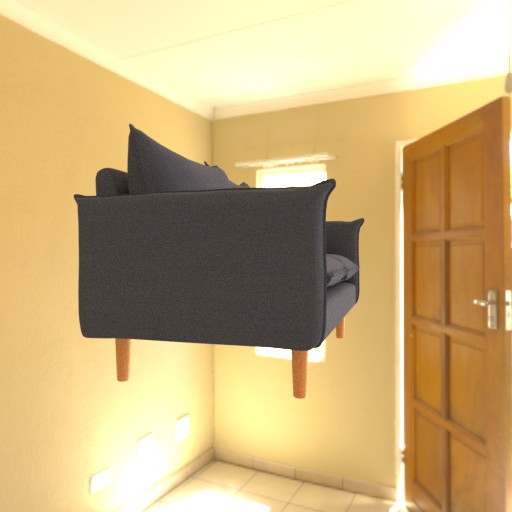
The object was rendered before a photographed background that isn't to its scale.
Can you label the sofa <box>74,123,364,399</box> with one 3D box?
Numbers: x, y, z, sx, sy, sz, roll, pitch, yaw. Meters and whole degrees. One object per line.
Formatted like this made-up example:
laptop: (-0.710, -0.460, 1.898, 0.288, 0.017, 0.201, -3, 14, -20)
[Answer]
sofa: (0.000, 0.000, 1.877, 0.820, 0.840, 1.300, 0, 0, 17)
